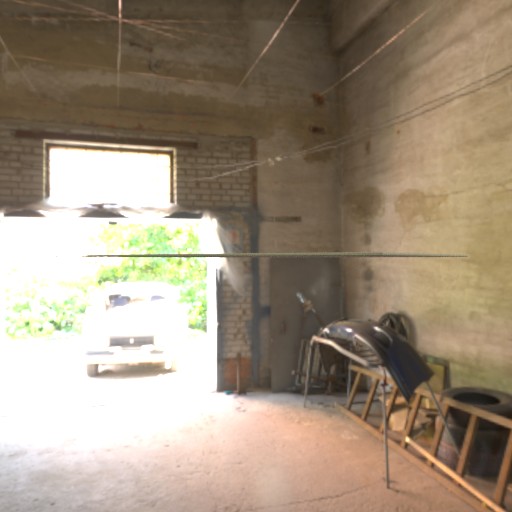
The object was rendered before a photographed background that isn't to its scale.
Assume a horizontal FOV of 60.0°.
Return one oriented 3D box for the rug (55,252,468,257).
[{"bbox_3d":[0.000,0.000,2.936,2.290,0.014,1.526,0,0,36],"label":"rug"}]
